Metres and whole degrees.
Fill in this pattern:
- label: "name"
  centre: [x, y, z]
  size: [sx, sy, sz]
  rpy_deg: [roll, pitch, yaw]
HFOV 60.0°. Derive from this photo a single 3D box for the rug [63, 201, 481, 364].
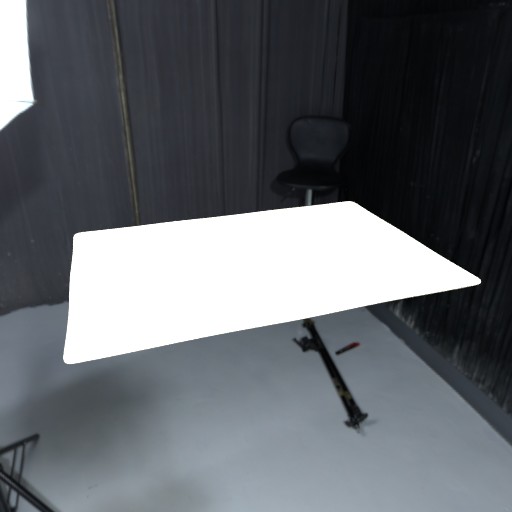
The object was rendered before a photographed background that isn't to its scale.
- label: "rug"
  centre: [0.000, 0.000, 3.436]
  size: [2.698, 0.025, 1.798]
  rpy_deg: [-8, 27, -17]
